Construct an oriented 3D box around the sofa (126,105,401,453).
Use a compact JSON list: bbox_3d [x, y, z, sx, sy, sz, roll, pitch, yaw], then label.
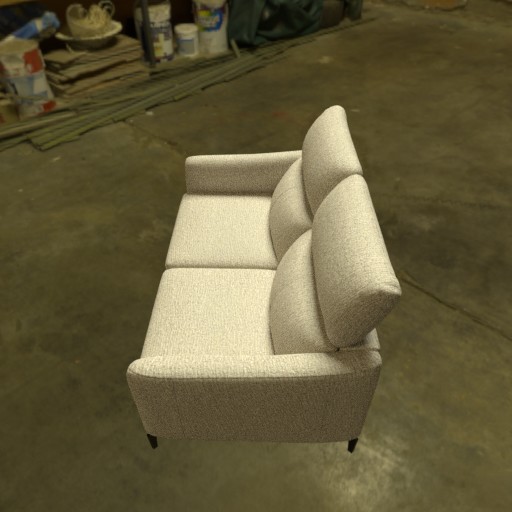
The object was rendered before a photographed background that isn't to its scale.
[{"bbox_3d":[0.000,0.000,2.085,0.905,0.950,1.540,1,41,1],"label":"sofa"}]
